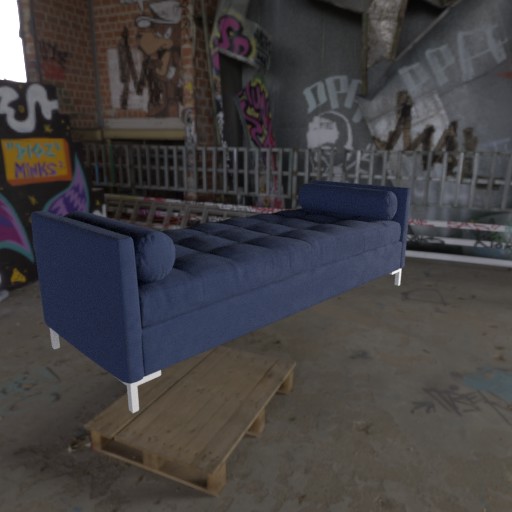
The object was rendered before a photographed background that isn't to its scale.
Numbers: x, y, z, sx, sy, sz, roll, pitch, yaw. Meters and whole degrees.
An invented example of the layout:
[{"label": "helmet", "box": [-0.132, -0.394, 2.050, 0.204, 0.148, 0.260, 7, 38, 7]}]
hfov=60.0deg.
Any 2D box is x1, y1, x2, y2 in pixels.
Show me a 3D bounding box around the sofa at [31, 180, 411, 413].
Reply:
[{"label": "sofa", "box": [0.000, 0.000, 2.490, 0.797, 0.657, 2.102, 15, 21, 43]}]
